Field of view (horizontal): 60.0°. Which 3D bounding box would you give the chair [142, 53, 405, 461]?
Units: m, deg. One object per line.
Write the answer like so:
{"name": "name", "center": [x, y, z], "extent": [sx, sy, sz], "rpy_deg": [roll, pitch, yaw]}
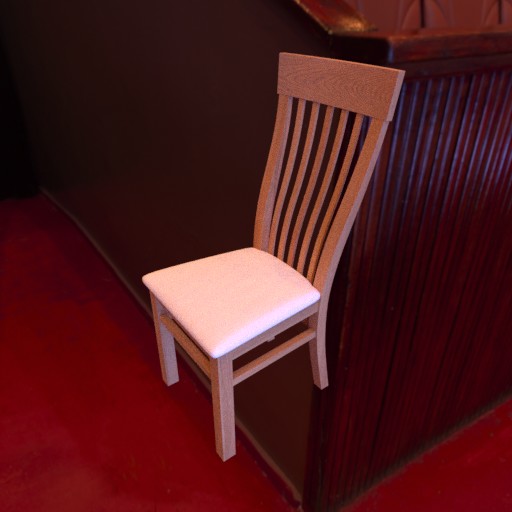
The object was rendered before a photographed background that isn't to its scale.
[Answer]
{"name": "chair", "center": [0.000, 0.000, 1.339], "extent": [0.580, 1.050, 0.450], "rpy_deg": [-21, 37, -31]}
